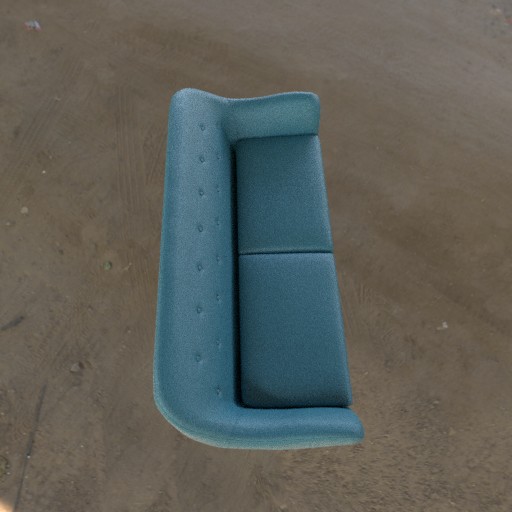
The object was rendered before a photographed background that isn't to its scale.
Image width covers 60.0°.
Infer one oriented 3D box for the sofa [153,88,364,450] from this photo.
[{"bbox_3d":[0.000,0.000,2.279,0.820,0.836,1.840,-2,64,-1],"label":"sofa"}]
